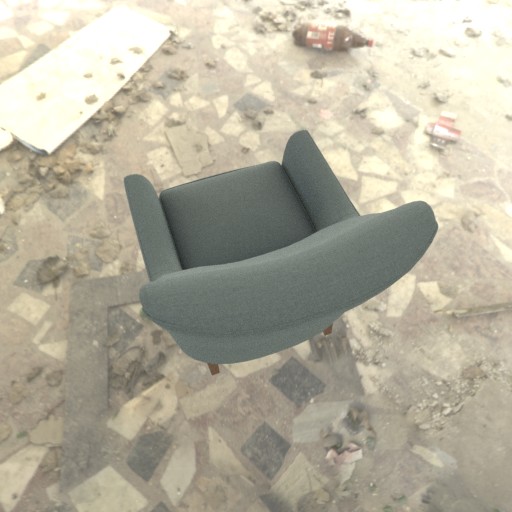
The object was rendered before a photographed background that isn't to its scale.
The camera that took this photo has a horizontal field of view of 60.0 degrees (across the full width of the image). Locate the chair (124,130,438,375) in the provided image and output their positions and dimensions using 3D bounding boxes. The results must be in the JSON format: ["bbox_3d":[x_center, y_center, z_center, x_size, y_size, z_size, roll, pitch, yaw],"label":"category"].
[{"bbox_3d":[0.000,0.000,1.563,0.756,0.916,0.879,-17,60,-10],"label":"chair"}]
